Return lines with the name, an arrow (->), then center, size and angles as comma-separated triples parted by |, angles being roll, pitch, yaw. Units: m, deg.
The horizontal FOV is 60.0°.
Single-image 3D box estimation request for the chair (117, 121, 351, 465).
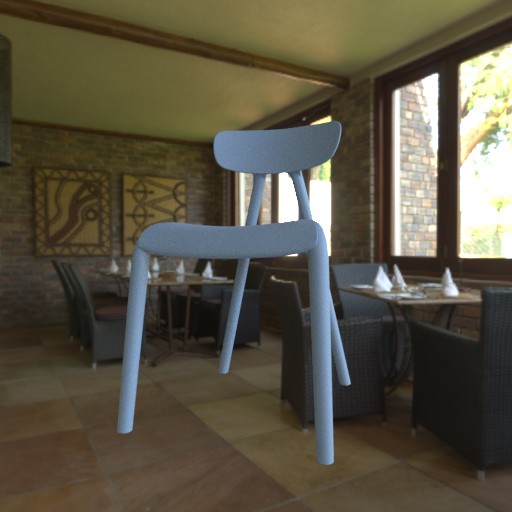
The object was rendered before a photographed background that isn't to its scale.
chair -> 0.000, 0.000, 0.855 | 0.356, 0.580, 0.401 | 0, 1, 18
